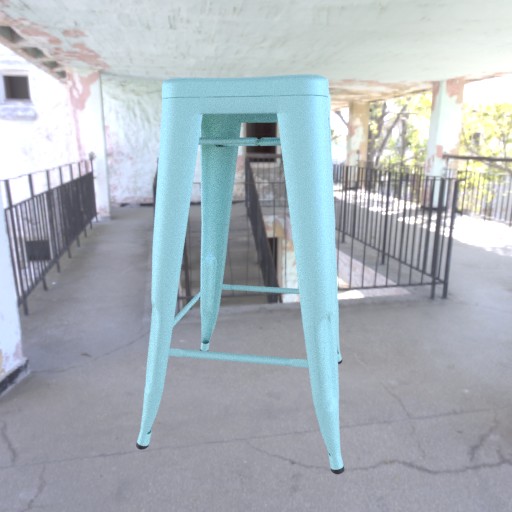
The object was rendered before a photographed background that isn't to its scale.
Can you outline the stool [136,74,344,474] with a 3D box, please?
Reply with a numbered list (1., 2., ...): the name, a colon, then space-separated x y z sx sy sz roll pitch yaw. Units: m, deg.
1. stool: 0.000 0.000 0.850 0.359 0.609 0.399 2 14 10
